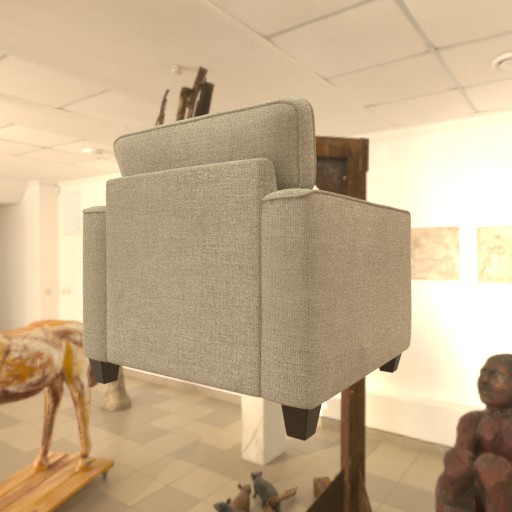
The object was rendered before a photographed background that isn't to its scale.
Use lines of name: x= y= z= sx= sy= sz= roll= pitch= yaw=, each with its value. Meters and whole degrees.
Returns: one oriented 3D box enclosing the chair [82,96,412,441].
chair: x=0.000 y=0.000 z=1.783 sx=1.015 sy=0.965 sz=0.939 roll=1 pitch=1 yaw=35
